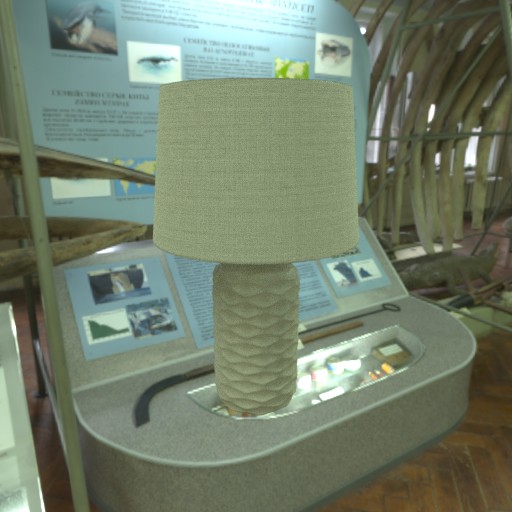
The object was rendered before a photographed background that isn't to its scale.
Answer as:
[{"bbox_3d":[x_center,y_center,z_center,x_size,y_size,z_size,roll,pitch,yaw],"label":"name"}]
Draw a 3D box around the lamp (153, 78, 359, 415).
[{"bbox_3d":[0.000,0.000,0.838,0.376,0.594,0.376,0,16,0],"label":"lamp"}]
